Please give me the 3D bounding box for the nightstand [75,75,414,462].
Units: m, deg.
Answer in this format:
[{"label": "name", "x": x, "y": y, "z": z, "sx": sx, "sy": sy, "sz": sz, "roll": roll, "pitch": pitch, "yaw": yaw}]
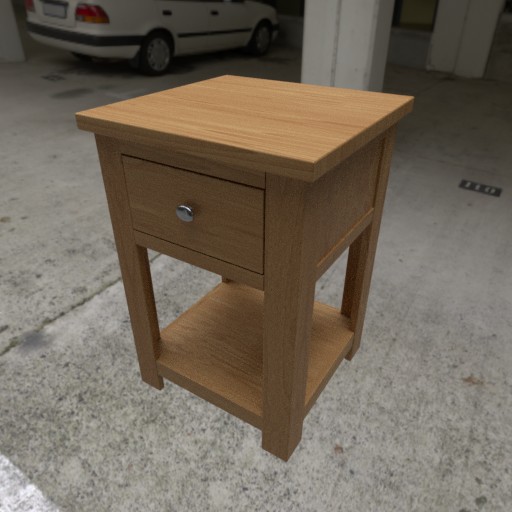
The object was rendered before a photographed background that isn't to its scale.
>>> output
[{"label": "nightstand", "x": 0.000, "y": 0.000, "z": 0.924, "sx": 0.428, "sy": 0.614, "sz": 0.418, "roll": 18, "pitch": 36, "yaw": 27}]
